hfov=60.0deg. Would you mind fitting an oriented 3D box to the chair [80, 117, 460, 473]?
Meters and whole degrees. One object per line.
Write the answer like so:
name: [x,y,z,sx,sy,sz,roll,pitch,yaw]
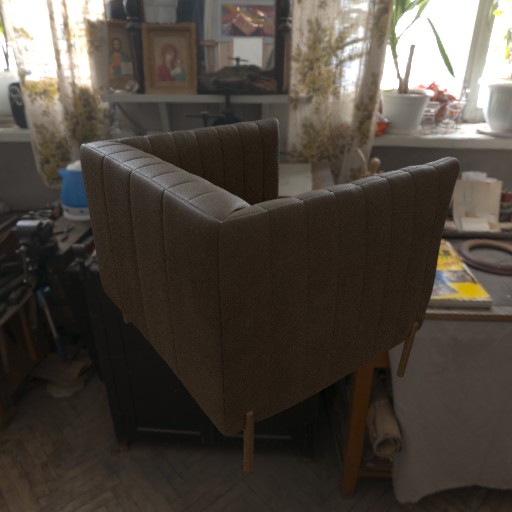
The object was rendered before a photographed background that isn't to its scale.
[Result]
chair: [0.000,0.000,1.584,0.876,0.779,0.981,-18,32,-32]
